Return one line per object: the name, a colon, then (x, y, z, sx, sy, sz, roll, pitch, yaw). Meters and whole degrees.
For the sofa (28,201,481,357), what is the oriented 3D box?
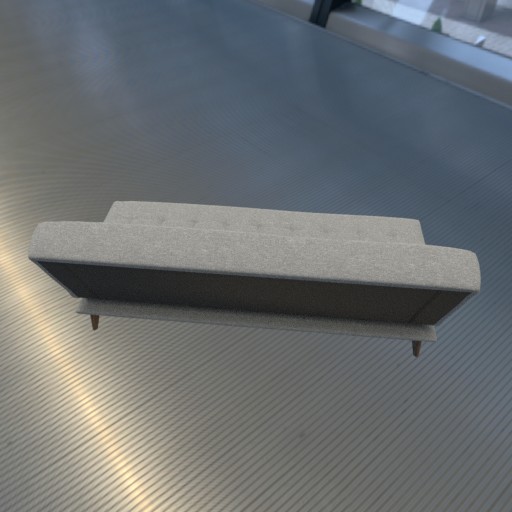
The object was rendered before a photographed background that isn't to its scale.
sofa: (0.000, 0.000, 2.251, 1.800, 0.810, 0.860, 4, 45, 4)
